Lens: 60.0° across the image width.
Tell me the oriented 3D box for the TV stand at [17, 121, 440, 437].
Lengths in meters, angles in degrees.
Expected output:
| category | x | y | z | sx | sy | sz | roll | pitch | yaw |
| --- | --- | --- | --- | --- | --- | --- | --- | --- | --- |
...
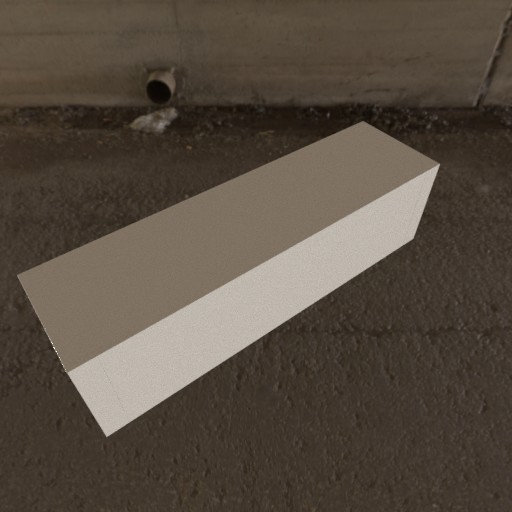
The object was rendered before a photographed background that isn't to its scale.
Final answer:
| category | x | y | z | sx | sy | sz | roll | pitch | yaw |
| --- | --- | --- | --- | --- | --- | --- | --- | --- | --- |
| TV stand | 0.000 | 0.000 | 1.698 | 1.500 | 0.440 | 0.410 | -29 | 53 | -25 |
